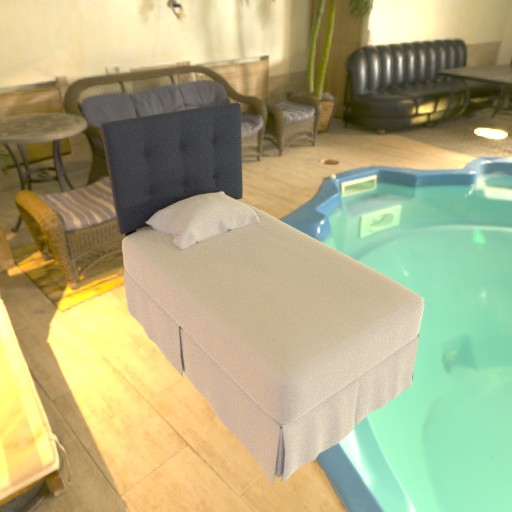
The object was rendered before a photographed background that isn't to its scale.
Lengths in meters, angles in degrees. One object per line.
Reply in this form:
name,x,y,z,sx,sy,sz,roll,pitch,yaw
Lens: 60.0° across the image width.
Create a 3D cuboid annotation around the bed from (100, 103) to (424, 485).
bed,0.000,0.000,2.993,1.261,1.571,1.997,-21,36,-32
